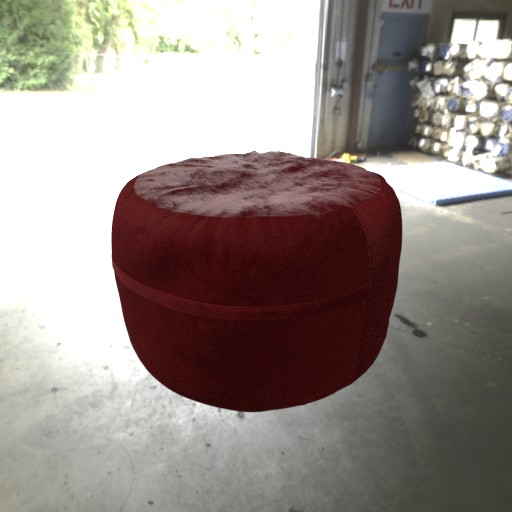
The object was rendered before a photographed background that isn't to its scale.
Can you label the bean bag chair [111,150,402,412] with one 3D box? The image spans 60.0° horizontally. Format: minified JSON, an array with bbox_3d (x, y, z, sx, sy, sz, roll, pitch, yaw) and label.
[{"bbox_3d":[0.000,0.000,1.973,1.219,0.762,1.219,0,25,0],"label":"bean bag chair"}]
